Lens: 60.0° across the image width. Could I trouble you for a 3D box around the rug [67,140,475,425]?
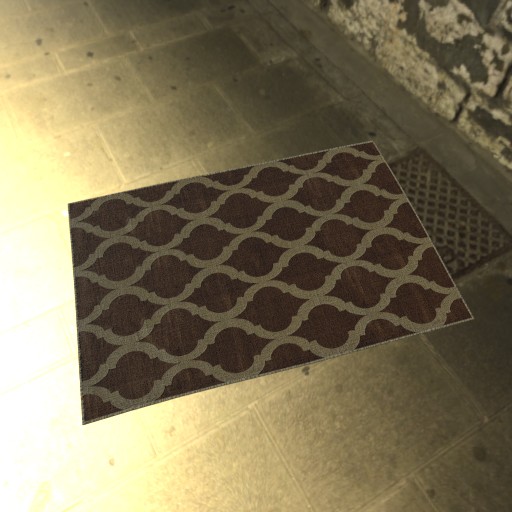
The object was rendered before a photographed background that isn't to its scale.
[{"bbox_3d":[0.000,0.000,2.836,2.284,0.008,1.522,-13,60,-8],"label":"rug"}]
